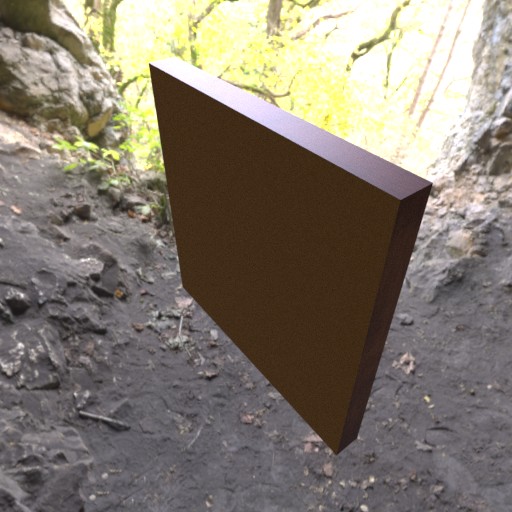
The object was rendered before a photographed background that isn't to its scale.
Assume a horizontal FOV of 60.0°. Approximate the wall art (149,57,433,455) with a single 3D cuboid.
[{"bbox_3d":[0.000,0.000,0.564,0.038,0.385,0.386,-26,47,-28],"label":"wall art"}]
